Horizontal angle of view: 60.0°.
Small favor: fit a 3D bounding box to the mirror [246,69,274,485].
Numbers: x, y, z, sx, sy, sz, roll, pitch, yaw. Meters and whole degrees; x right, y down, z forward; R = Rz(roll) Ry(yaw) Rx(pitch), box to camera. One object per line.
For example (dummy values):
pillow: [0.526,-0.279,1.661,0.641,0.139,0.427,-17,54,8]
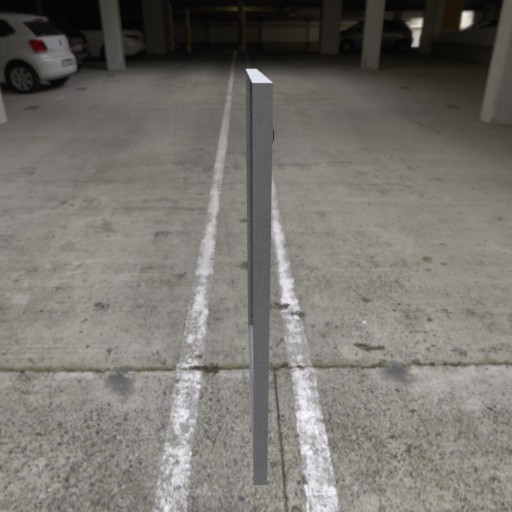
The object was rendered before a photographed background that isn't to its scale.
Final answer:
mirror: [0.000,0.000,1.335,0.041,1.016,0.762,-1,25,-2]
